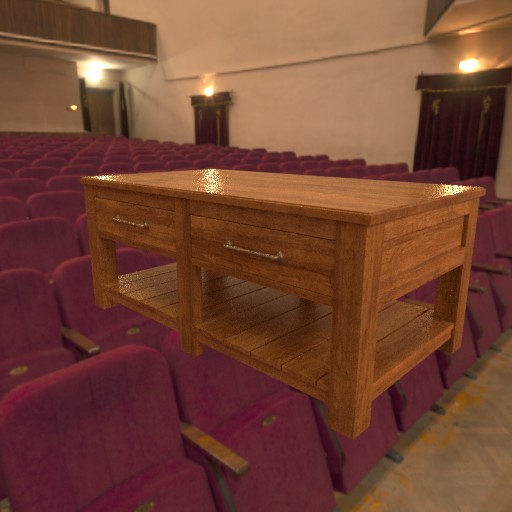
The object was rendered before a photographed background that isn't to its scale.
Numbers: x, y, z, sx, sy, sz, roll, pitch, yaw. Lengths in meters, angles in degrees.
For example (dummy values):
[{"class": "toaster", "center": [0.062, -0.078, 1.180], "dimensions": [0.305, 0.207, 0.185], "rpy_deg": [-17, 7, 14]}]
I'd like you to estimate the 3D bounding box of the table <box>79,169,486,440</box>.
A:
[{"class": "table", "center": [0.000, 0.000, 1.446], "dimensions": [1.150, 0.480, 0.635], "rpy_deg": [14, 20, 42]}]
